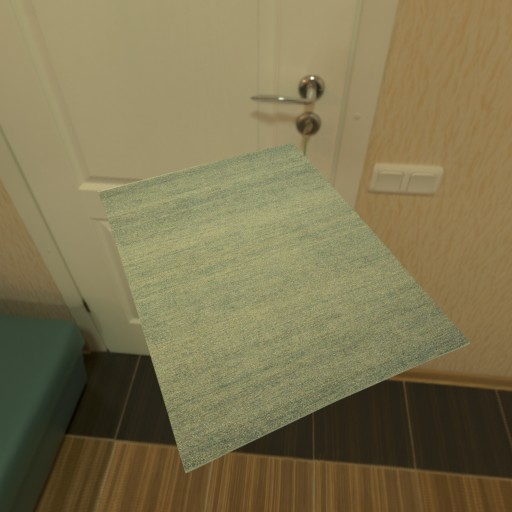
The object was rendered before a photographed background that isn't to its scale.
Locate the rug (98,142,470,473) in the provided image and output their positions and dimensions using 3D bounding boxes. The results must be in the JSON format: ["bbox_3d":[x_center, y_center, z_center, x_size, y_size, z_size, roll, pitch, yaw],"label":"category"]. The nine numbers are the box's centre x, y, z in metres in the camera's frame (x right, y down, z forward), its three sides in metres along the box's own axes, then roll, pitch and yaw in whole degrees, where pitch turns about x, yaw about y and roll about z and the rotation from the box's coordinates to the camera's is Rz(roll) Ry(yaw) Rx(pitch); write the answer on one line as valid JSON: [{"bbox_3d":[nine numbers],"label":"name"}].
[{"bbox_3d":[0.000,0.000,4.305,2.461,0.046,3.237,-18,50,-16],"label":"rug"}]
